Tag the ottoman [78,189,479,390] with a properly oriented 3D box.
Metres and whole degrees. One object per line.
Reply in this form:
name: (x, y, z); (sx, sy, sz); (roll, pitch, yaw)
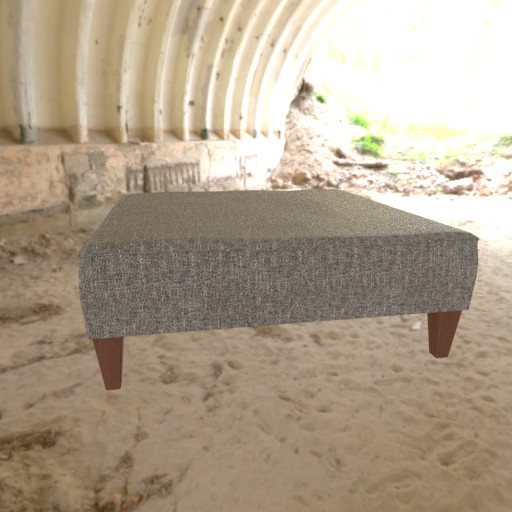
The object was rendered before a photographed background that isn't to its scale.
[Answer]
ottoman: (0.000, 0.000, 1.534); (0.981, 0.379, 1.016); (-3, 15, -10)
